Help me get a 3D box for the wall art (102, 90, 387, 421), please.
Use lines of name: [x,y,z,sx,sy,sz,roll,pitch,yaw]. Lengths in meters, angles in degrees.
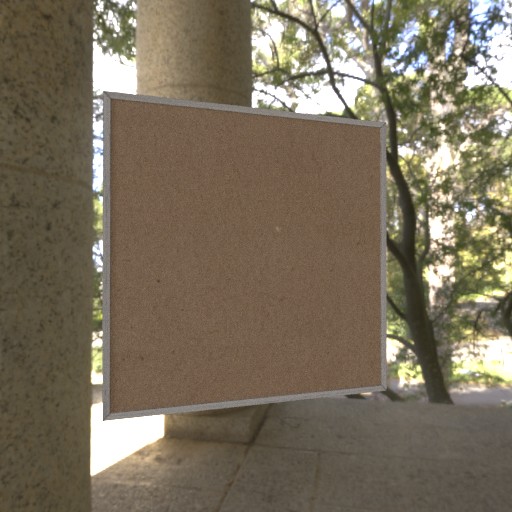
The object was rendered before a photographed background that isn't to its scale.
wall art: [0.000,0.000,0.778,0.508,0.508,0.038,0,0,-18]
